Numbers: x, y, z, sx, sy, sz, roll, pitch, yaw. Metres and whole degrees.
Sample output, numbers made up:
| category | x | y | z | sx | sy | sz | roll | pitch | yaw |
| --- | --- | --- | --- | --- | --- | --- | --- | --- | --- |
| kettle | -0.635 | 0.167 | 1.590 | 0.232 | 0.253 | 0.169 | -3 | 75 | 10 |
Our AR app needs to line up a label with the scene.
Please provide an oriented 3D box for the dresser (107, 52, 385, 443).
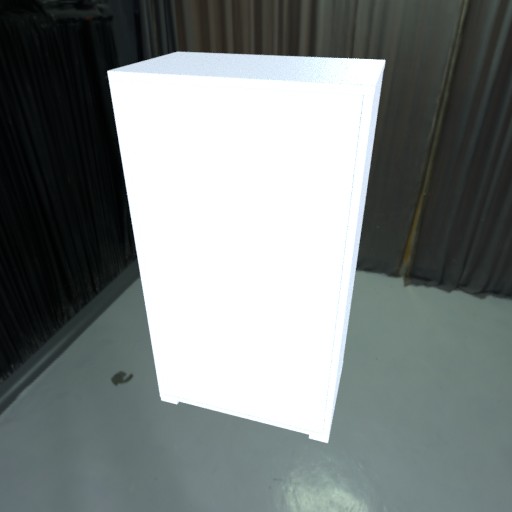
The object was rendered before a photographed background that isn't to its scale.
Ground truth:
| category | x | y | z | sx | sy | sz | roll | pitch | yaw |
| --- | --- | --- | --- | --- | --- | --- | --- | --- | --- |
| dresser | 0.000 | 0.000 | 1.490 | 0.650 | 1.190 | 0.400 | 9 | 32 | 14 |
